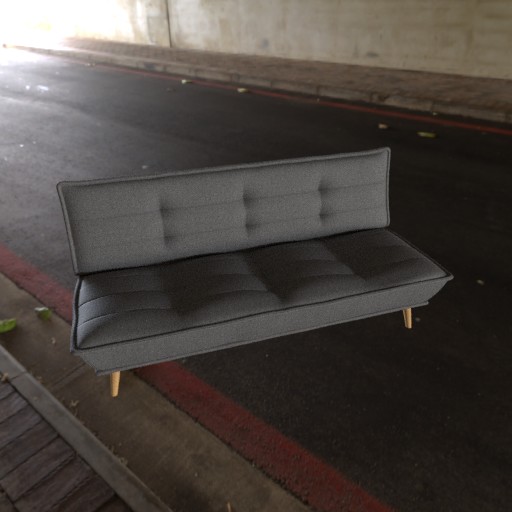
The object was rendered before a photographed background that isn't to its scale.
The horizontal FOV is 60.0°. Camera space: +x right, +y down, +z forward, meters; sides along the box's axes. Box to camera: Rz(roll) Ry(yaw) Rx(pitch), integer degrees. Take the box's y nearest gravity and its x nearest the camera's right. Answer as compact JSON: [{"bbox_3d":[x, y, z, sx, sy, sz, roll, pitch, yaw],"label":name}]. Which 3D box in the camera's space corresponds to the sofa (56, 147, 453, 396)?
[{"bbox_3d":[0.000,0.000,2.470,1.940,0.890,0.950,-9,32,-15],"label":"sofa"}]
